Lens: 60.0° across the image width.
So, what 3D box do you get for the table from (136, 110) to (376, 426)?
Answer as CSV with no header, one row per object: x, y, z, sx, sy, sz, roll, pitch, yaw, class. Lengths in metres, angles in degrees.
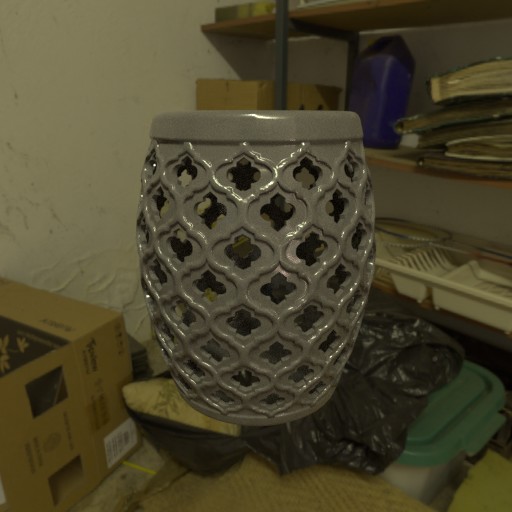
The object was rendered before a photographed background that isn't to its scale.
0.000,0.000,0.628,0.325,0.388,0.325,0,17,0,table
